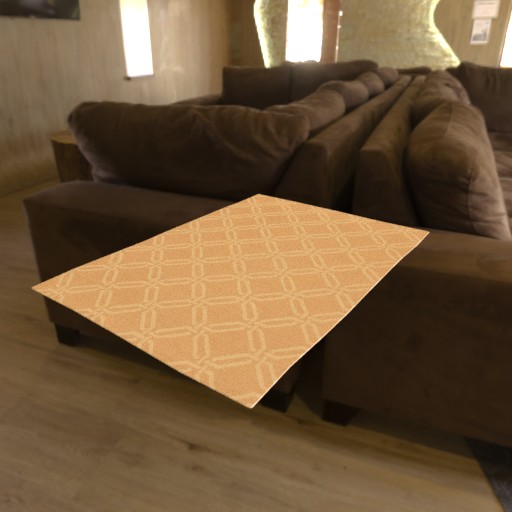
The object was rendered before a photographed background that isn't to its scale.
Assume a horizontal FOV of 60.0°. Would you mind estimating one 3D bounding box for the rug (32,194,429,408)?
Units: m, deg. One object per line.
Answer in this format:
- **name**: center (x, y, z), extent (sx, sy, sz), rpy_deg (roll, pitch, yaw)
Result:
- **rug**: center (0.000, 0.000, 2.793), extent (1.524, 0.013, 2.135), rpy_deg (17, 30, 32)
